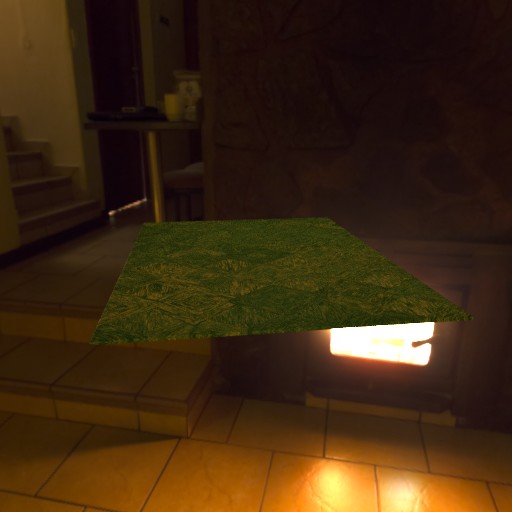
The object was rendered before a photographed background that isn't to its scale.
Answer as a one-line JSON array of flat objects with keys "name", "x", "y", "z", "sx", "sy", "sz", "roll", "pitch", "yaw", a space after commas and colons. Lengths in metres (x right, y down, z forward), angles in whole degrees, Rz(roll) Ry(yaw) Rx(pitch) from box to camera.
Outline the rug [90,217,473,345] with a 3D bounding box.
[{"name": "rug", "x": 0.000, "y": 0.000, "z": 4.245, "sx": 2.405, "sy": 0.027, "sz": 3.217, "roll": -2, "pitch": 17, "yaw": -8}]
